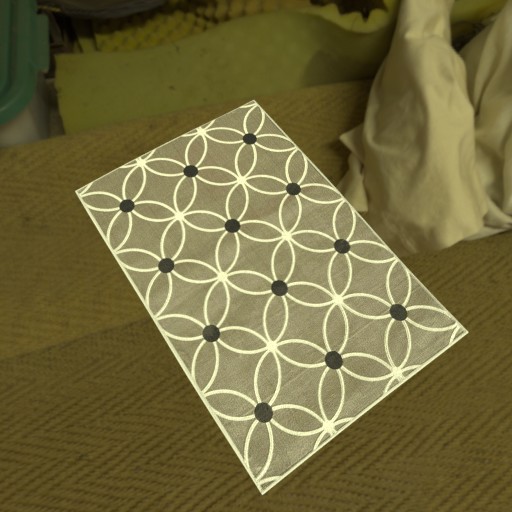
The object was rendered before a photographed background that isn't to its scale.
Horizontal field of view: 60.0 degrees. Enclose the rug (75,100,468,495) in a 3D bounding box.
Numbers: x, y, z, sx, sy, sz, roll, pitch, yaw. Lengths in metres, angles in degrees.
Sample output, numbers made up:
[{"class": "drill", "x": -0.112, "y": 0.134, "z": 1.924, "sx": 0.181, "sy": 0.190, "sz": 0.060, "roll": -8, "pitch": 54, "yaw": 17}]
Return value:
[{"class": "rug", "x": 0.000, "y": 0.000, "z": 2.876, "sx": 1.522, "sy": 0.008, "sz": 2.284, "roll": -32, "pitch": 68, "yaw": -14}]
